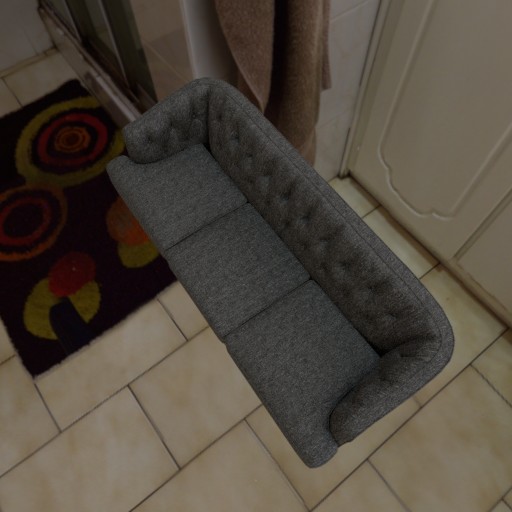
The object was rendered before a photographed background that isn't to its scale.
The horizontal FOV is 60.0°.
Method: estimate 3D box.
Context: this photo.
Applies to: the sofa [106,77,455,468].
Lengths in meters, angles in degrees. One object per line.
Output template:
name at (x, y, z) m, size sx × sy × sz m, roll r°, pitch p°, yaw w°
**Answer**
sofa at (0.000, 0.000, 2.707) m, size 0.941 × 0.855 × 2.278 m, roll -32°, pitch 68°, yaw -15°
